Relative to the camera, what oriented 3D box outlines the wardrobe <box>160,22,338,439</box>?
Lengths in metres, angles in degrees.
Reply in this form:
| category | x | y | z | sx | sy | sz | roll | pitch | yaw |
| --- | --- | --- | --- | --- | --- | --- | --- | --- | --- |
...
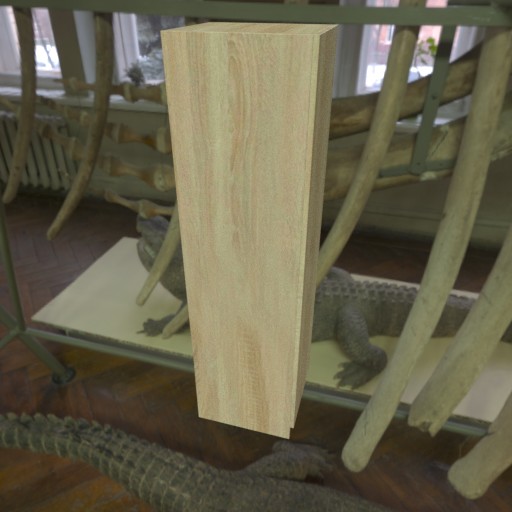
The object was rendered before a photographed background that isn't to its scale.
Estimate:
| category | x | y | z | sx | sy | sz | roll | pitch | yaw |
| --- | --- | --- | --- | --- | --- | --- | --- | --- | --- |
| wardrobe | 0.000 | 0.000 | 2.305 | 0.588 | 2.117 | 0.496 | 8 | 32 | 14 |
